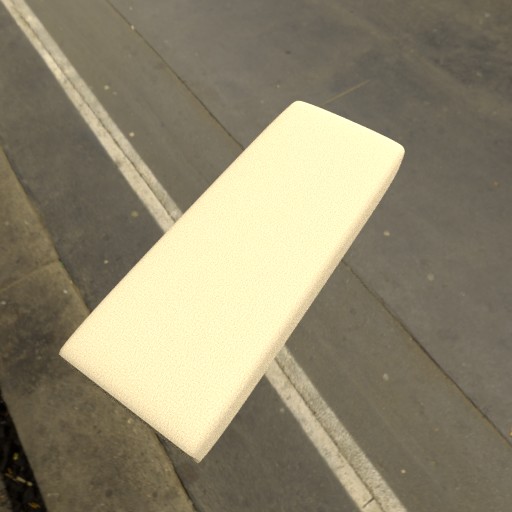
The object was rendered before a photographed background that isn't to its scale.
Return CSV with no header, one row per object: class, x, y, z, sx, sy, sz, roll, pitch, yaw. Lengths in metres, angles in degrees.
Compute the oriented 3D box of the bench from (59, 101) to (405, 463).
bench,0.000,0.000,1.939,0.646,0.393,1.609,30,63,17
